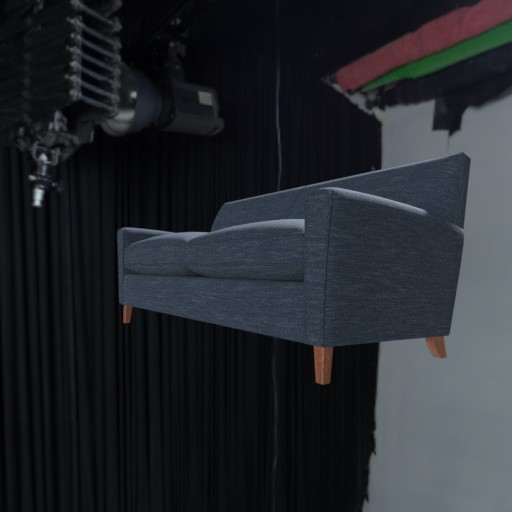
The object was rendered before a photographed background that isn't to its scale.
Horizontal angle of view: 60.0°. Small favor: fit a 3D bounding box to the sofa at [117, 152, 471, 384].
[{"bbox_3d":[0.000,0.000,2.378,0.875,0.846,1.976,1,-1,-36],"label":"sofa"}]
